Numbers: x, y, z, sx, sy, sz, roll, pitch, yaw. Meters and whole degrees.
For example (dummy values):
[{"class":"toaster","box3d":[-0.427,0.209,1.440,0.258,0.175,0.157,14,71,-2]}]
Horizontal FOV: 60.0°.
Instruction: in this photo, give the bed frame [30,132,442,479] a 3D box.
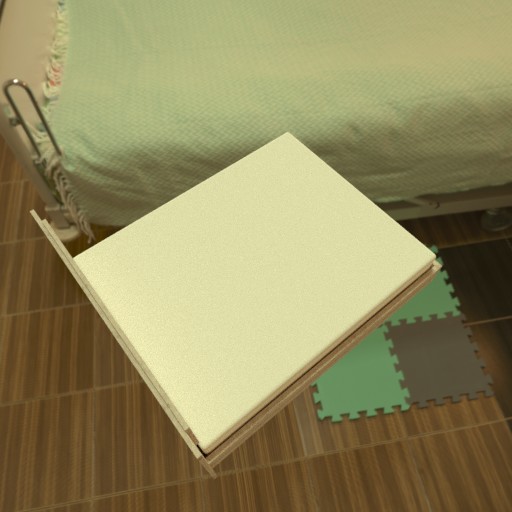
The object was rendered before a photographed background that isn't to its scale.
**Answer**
[{"class":"bed frame","box3d":[0.000,0.000,3.046,2.080,0.970,1.750,-35,64,-19]}]
